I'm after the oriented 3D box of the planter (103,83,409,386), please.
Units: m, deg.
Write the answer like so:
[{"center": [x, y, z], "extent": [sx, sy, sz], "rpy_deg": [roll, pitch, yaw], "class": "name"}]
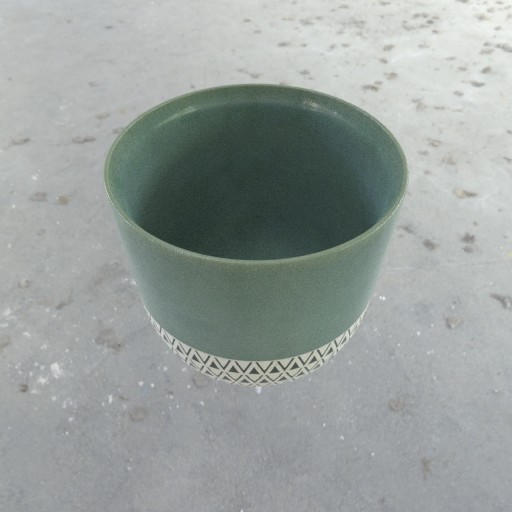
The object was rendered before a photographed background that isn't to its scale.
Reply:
[{"center": [0.000, 0.000, 0.492], "extent": [0.266, 0.270, 0.266], "rpy_deg": [0, 47, 0], "class": "planter"}]
